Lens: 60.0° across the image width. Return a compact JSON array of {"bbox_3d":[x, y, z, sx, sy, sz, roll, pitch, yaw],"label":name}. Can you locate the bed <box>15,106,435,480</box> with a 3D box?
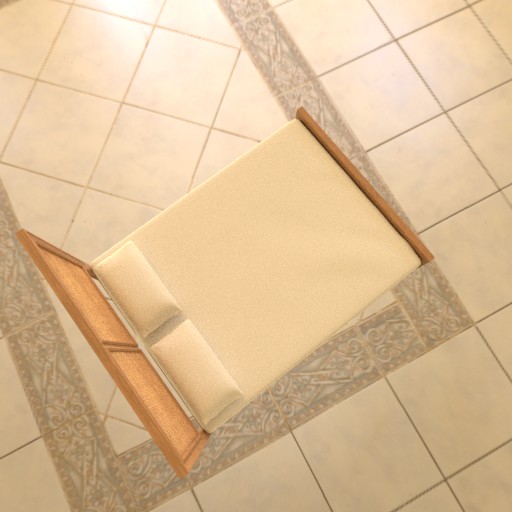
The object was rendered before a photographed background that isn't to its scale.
[{"bbox_3d":[0.000,0.000,3.174,2.184,1.387,1.606,-37,80,-8],"label":"bed"}]
